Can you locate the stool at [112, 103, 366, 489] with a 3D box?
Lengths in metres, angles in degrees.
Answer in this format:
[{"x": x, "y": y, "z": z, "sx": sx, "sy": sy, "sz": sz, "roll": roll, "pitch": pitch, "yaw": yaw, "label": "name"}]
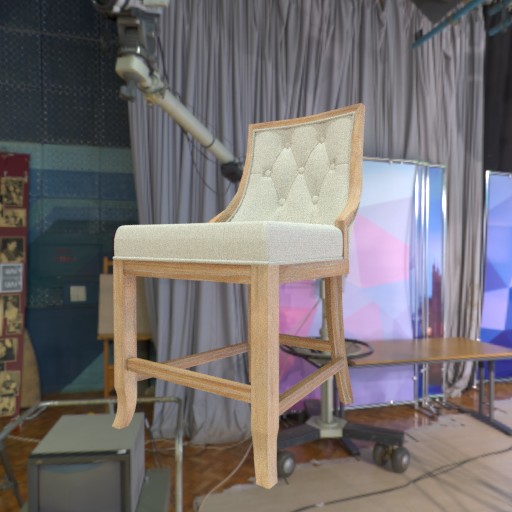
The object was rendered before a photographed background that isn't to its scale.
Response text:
[{"x": 0.000, "y": 0.000, "z": 1.300, "sx": 0.524, "sy": 0.938, "sz": 0.626, "roll": 1, "pitch": 2, "yaw": 36, "label": "stool"}]
